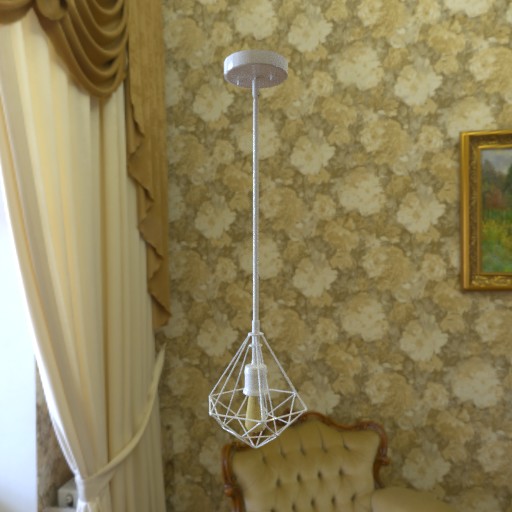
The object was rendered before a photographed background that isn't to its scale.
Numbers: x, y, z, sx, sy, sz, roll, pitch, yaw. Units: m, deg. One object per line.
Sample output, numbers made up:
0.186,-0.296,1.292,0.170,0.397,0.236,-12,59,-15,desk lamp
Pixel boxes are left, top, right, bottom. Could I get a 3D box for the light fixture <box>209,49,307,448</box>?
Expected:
0.000,0.000,2.038,0.487,1.764,0.431,0,0,-36,light fixture
